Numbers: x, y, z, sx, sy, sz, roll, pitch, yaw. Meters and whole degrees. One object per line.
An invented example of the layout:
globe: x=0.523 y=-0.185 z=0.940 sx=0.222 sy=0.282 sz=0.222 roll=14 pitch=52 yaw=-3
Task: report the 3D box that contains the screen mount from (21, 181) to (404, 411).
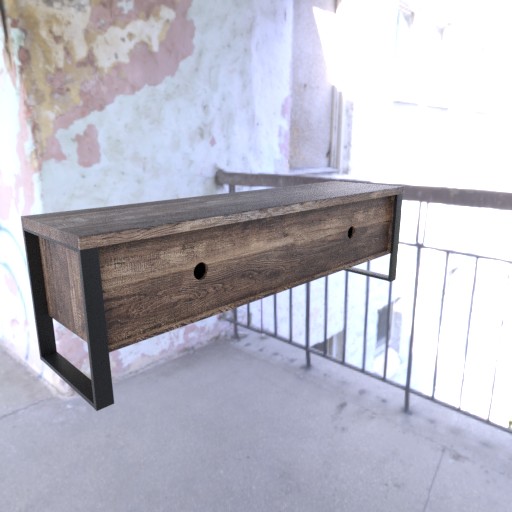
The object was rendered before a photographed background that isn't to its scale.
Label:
screen mount: x=0.000 y=0.000 z=1.714 sx=1.524 sy=0.450 sz=0.395 roll=-14 pitch=21 yaw=-43
